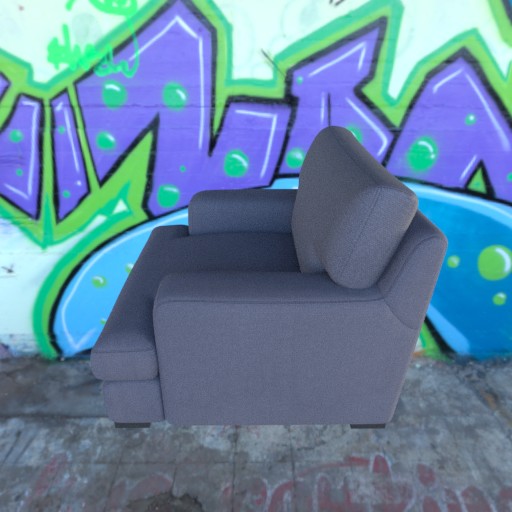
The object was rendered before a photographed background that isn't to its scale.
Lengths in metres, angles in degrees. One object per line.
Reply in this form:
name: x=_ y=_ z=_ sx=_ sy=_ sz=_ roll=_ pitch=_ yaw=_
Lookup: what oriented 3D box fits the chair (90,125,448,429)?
chair: x=0.000 y=0.000 z=1.919 sx=1.143 sy=0.940 sz=1.168 roll=0 pitch=26 yaw=-1
